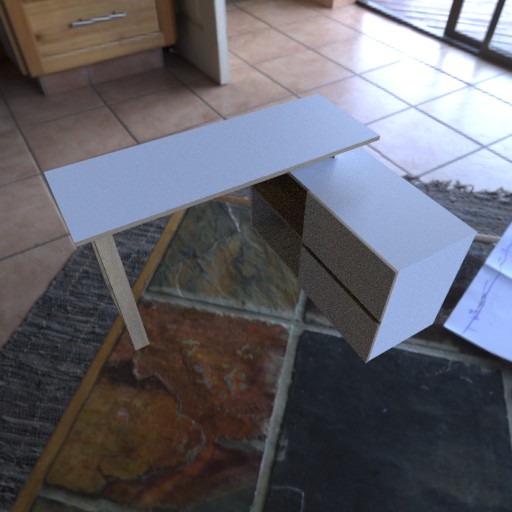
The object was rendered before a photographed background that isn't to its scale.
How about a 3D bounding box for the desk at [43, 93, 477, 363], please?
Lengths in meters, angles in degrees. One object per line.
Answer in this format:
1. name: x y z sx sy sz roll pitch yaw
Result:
1. desk: 0.000 0.000 2.028 1.404 0.755 1.098 -23 50 -21
